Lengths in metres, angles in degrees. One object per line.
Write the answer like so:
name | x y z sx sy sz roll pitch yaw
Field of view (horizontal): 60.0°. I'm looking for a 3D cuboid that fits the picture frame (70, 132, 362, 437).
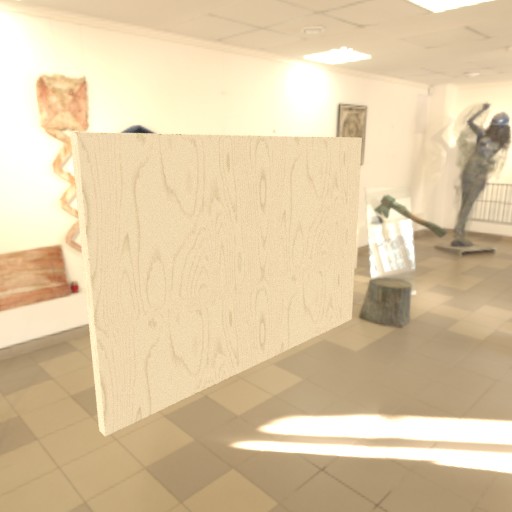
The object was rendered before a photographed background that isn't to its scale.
picture frame | 0.000 0.000 1.222 0.950 0.640 0.029 -13 19 -43
